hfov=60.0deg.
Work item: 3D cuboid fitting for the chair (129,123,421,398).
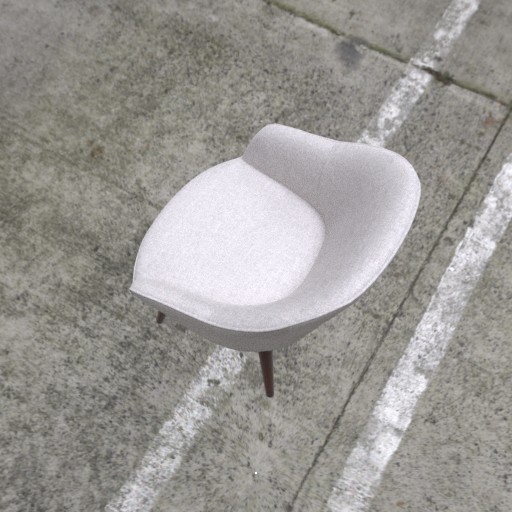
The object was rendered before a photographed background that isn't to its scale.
[{"bbox_3d":[0.000,0.000,1.240,0.635,0.823,0.596,30,68,14],"label":"chair"}]
